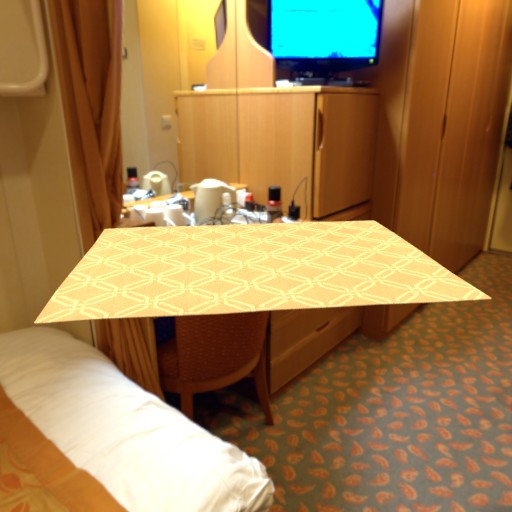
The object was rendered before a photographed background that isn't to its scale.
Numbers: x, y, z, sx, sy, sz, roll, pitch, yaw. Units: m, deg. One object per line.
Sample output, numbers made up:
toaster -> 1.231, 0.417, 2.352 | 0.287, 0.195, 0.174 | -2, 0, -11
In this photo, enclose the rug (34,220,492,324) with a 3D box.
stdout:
rug -> 0.000, 0.000, 4.335 | 3.365, 0.020, 2.452 | -2, 19, -7
